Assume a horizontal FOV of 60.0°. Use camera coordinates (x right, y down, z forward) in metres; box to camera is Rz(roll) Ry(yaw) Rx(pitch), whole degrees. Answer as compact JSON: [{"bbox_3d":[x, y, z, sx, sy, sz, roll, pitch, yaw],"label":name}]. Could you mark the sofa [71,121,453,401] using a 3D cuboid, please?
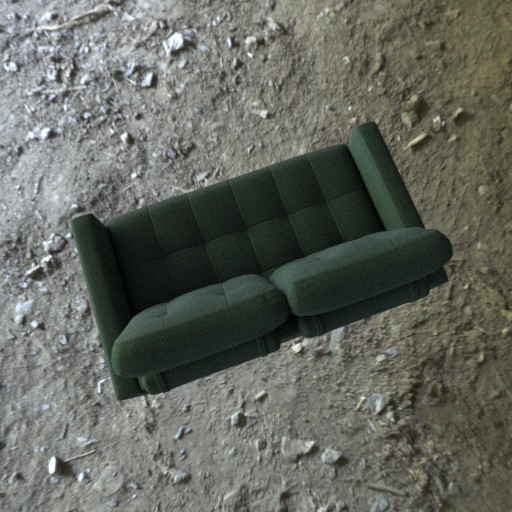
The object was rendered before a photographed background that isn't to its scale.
[{"bbox_3d":[0.000,0.000,1.946,1.407,0.907,0.842,-19,77,-5],"label":"sofa"}]
